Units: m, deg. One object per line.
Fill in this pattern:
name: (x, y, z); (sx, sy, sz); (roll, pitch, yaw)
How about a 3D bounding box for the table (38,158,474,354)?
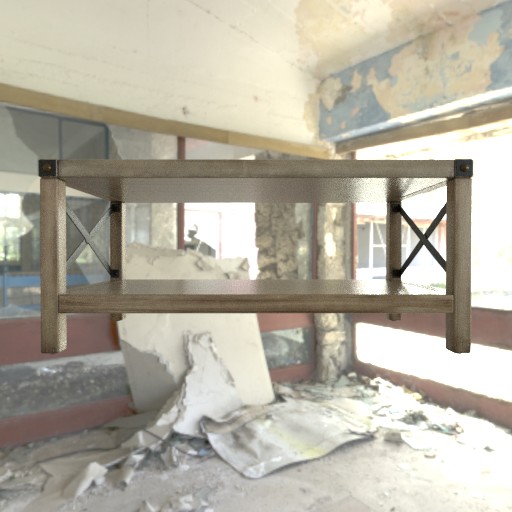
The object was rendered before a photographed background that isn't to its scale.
table: (0.000, 0.000, 1.292); (1.016, 0.456, 0.559); (0, 1, 0)
